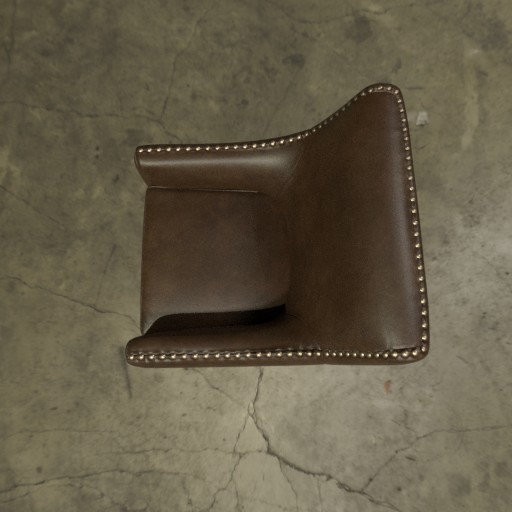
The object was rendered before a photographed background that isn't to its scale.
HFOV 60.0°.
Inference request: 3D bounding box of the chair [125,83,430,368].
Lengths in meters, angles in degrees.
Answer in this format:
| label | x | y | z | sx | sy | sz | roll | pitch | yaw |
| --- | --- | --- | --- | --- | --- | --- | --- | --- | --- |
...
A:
| label | x | y | z | sx | sy | sz | roll | pitch | yaw |
| --- | --- | --- | --- | --- | --- | --- | --- | --- | --- |
| chair | 0.000 | 0.000 | 1.322 | 0.704 | 0.813 | 0.639 | -1 | 77 | 0 |
